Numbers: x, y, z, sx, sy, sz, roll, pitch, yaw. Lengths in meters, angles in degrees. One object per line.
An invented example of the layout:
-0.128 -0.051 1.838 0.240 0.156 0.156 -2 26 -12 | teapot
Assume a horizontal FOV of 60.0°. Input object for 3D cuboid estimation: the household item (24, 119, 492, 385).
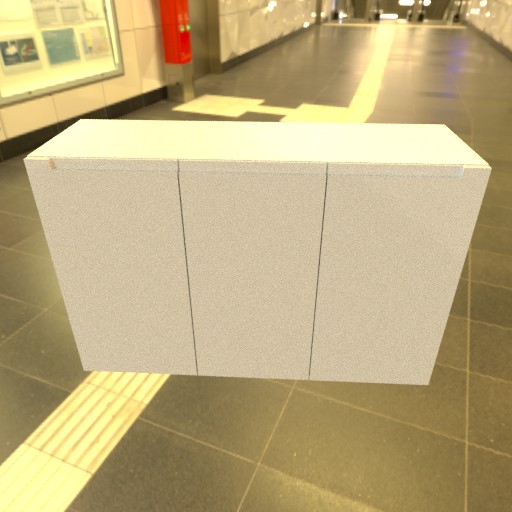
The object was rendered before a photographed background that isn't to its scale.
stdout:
0.000 0.000 1.633 1.300 0.867 0.420 2 32 3 | household item
